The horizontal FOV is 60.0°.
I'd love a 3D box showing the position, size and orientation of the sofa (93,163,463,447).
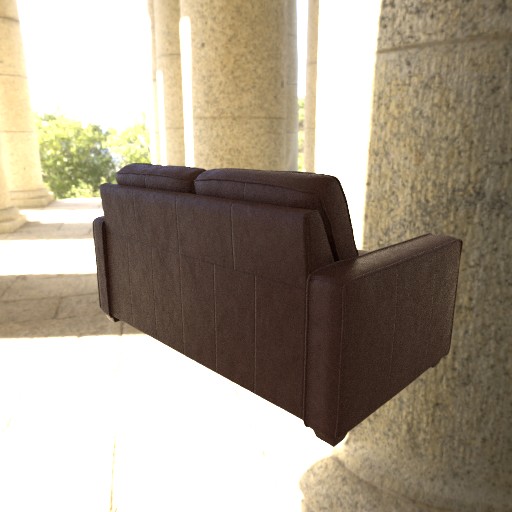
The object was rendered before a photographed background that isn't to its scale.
[{"bbox_3d":[0.000,0.000,2.255,0.947,0.918,1.709,-14,20,-43],"label":"sofa"}]
